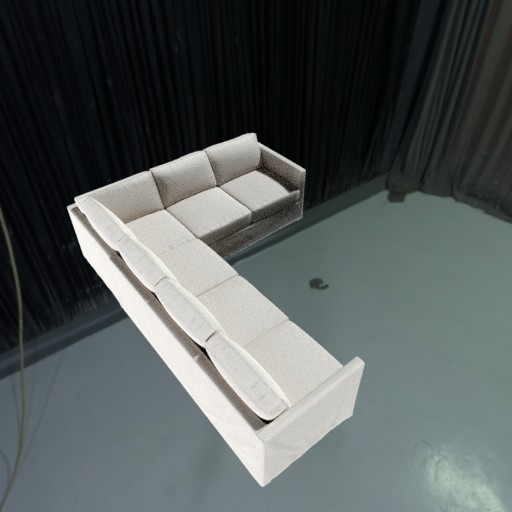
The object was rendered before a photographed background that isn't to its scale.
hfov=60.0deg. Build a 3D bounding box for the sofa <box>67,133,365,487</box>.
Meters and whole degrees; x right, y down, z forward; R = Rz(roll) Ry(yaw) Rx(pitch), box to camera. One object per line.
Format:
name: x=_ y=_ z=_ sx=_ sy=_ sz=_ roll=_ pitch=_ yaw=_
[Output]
sofa: x=0.000 y=0.000 z=4.308 sx=2.432 sy=0.871 sz=3.182 roll=-28 pitch=48 yaw=-28
